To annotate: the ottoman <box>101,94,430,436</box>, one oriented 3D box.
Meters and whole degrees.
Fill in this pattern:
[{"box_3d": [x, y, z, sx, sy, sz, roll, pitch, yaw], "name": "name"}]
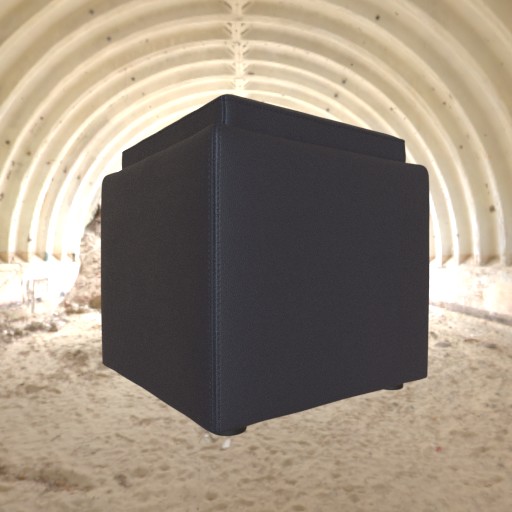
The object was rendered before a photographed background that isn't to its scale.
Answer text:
[{"box_3d": [0.000, 0.000, 0.821, 0.450, 0.460, 0.451, 0, 0, -36], "name": "ottoman"}]
